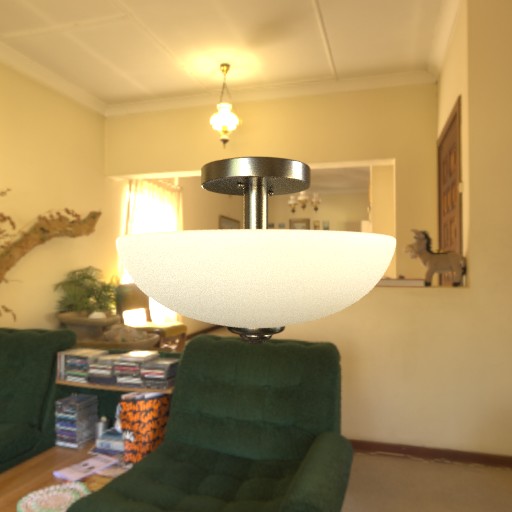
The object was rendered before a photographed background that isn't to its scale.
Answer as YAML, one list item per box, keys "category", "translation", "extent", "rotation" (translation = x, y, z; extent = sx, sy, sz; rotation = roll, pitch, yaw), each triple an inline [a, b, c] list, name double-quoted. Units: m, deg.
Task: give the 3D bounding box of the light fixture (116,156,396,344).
- category: "light fixture"
  translation: [0.000, 0.000, 0.547]
  extent: [0.330, 0.214, 0.330]
  rotation: [0, -1, 0]
